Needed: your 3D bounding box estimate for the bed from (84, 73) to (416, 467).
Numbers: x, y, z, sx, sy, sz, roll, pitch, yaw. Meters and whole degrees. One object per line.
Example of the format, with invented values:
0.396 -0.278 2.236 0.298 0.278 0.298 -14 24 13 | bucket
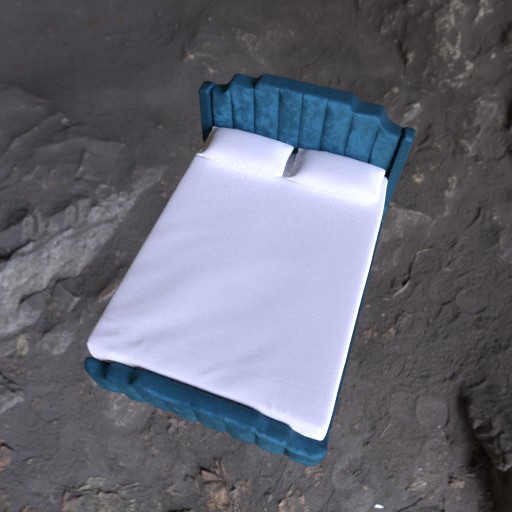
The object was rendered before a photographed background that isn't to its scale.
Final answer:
0.000 0.000 3.215 1.678 1.338 2.322 17 59 10 | bed
